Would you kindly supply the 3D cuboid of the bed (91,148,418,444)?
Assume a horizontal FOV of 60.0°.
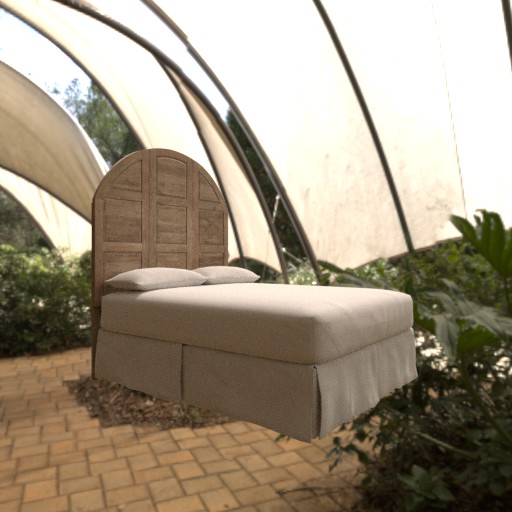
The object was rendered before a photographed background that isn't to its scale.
[{"bbox_3d":[0.000,0.000,3.578,2.112,2.002,1.713,0,0,37],"label":"bed"}]
